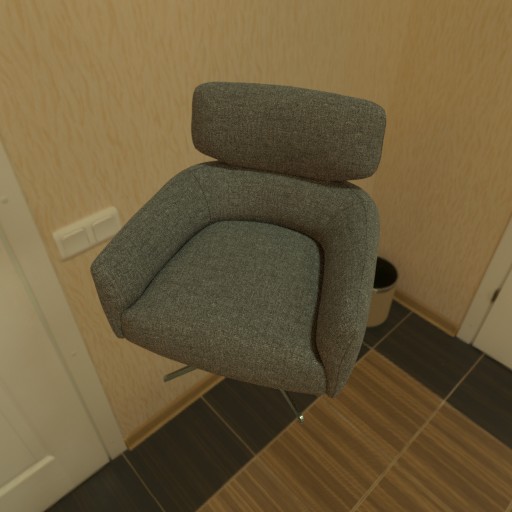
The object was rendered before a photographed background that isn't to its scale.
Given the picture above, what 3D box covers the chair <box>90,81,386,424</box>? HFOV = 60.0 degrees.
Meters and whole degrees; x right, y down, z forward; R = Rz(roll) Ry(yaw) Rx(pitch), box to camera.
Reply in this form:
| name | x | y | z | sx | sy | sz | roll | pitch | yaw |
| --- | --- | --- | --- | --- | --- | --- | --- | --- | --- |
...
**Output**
| name | x | y | z | sx | sy | sz | roll | pitch | yaw |
| --- | --- | --- | --- | --- | --- | --- | --- | --- | --- |
| chair | 0.000 | 0.000 | 1.350 | 0.706 | 0.812 | 0.715 | 12 | 43 | 13 |
